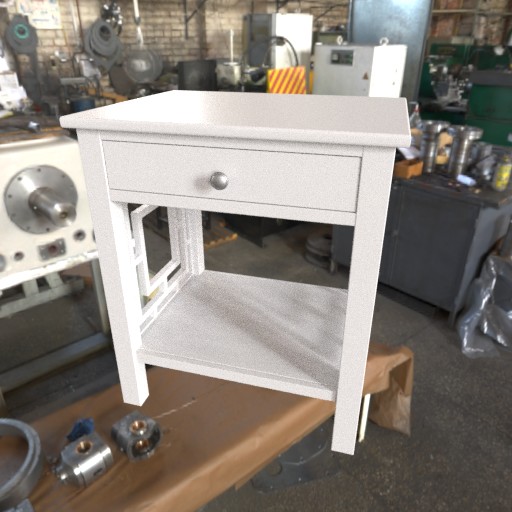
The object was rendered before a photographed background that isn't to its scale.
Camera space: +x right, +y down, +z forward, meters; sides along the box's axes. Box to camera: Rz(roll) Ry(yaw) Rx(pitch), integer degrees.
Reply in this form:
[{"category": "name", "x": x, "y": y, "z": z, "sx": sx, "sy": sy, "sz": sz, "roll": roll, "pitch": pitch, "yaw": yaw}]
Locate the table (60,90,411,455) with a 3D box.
[{"category": "table", "x": 0.000, "y": 0.000, "z": 0.999, "sx": 0.564, "sy": 0.646, "sz": 0.451, "roll": 7, "pitch": 27, "yaw": 14}]
